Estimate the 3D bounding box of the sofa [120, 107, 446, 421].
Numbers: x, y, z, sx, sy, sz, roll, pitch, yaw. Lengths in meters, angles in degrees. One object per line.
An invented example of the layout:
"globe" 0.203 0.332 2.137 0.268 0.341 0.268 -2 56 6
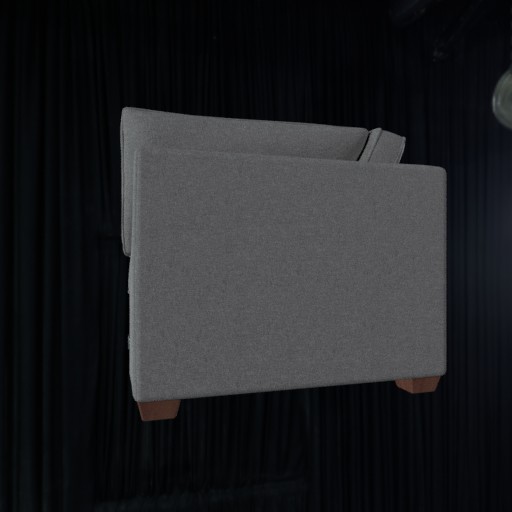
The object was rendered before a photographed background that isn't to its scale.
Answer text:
"sofa" 0.000 0.000 1.965 1.146 1.002 1.084 0 0 -17
